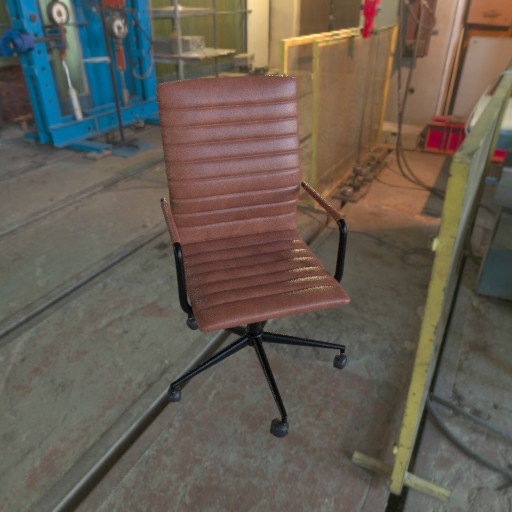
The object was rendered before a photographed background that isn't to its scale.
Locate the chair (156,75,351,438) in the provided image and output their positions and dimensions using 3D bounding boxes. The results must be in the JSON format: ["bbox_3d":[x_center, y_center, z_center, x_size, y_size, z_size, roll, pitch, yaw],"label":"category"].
[{"bbox_3d":[0.000,0.000,1.265,0.600,0.878,0.578,-9,32,-15],"label":"chair"}]
